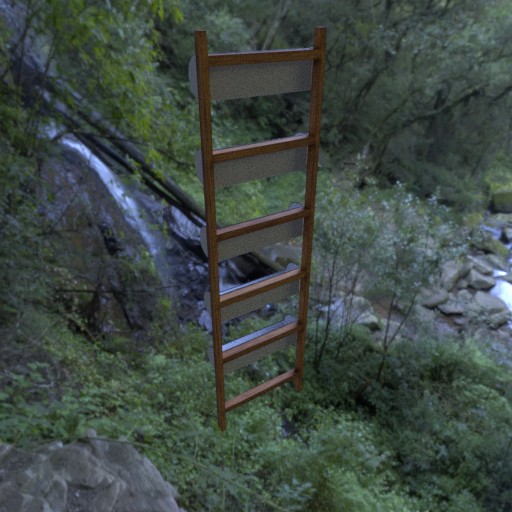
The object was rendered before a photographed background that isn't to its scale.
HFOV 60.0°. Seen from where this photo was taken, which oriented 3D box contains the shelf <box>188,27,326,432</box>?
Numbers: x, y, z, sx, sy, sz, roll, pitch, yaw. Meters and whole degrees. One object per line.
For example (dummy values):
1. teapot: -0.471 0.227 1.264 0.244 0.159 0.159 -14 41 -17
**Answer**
1. shelf: 0.000 0.000 1.748 0.454 1.600 0.141 -18 34 -28
